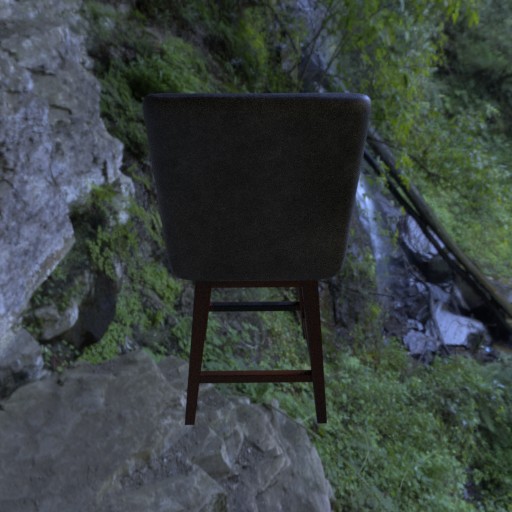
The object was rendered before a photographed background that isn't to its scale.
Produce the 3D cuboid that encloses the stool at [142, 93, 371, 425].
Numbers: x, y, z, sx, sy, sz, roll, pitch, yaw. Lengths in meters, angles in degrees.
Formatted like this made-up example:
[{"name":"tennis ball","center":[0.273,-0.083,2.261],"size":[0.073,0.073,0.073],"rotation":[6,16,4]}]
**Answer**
[{"name":"stool","center":[0.000,0.000,1.382],"size":[0.492,1.046,0.587],"rotation":[0,29,-1]}]
